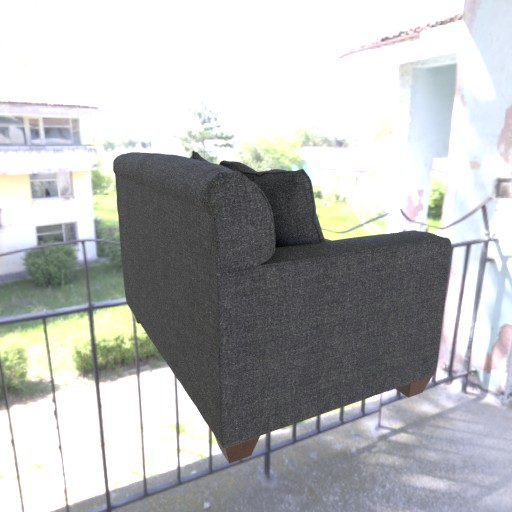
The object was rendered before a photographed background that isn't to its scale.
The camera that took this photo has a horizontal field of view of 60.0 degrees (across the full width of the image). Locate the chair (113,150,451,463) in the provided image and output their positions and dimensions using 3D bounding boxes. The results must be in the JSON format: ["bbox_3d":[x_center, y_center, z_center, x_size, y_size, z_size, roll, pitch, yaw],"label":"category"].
[{"bbox_3d":[0.000,0.000,2.054,1.000,0.948,1.383,-8,17,-27],"label":"chair"}]
